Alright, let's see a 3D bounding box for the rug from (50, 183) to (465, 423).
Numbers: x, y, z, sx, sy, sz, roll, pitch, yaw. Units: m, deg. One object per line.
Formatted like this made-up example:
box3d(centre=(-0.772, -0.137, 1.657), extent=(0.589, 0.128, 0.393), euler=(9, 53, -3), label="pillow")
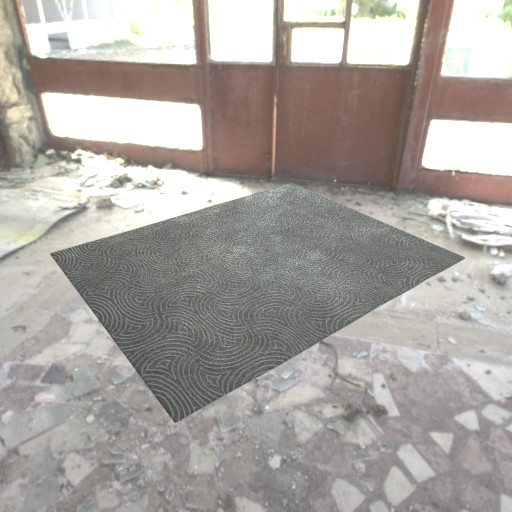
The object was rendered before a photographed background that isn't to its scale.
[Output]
box3d(centre=(0.000, 0.000, 4.161), extent=(3.042, 0.021, 2.456), euler=(-21, 36, -32), label="rug")
